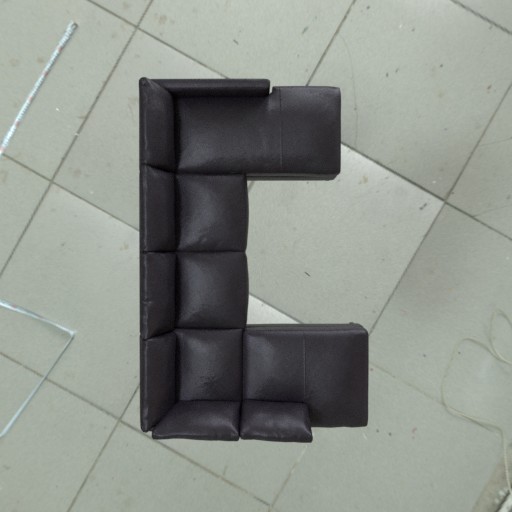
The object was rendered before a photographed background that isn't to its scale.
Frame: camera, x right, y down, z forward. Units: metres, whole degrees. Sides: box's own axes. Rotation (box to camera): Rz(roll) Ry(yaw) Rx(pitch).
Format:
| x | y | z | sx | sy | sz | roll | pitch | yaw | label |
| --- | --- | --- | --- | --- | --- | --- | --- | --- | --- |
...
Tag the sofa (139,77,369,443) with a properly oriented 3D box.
| x | y | z | sx | sy | sz | roll | pitch | yaw | label |
| --- | --- | --- | --- | --- | --- | --- | --- | --- | --- |
| 0.000 | 0.000 | 3.859 | 1.939 | 0.900 | 2.956 | 0 | 91 | 1 | sofa |
